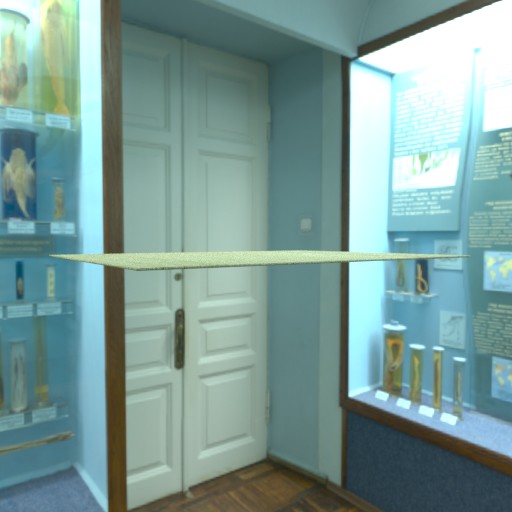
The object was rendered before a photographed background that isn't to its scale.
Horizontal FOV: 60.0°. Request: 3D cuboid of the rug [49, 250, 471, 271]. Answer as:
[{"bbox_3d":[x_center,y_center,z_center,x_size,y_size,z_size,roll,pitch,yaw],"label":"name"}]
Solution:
[{"bbox_3d":[0.000,0.000,4.211,3.198,0.016,2.425,-1,3,-35],"label":"rug"}]
